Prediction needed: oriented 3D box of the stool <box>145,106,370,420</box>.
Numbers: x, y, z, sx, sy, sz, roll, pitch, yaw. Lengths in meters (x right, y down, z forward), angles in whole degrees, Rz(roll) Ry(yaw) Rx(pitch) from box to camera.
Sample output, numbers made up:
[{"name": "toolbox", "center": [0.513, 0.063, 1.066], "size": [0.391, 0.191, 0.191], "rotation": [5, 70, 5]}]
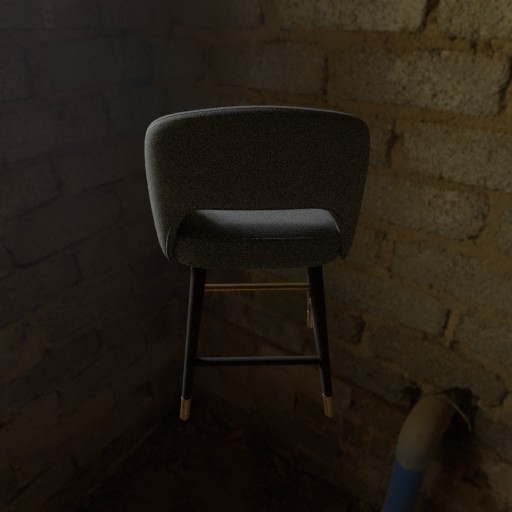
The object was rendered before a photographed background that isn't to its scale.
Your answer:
[{"name": "stool", "center": [0.000, 0.000, 1.272], "size": [0.536, 0.925, 0.524], "rotation": [-1, 30, -1]}]
